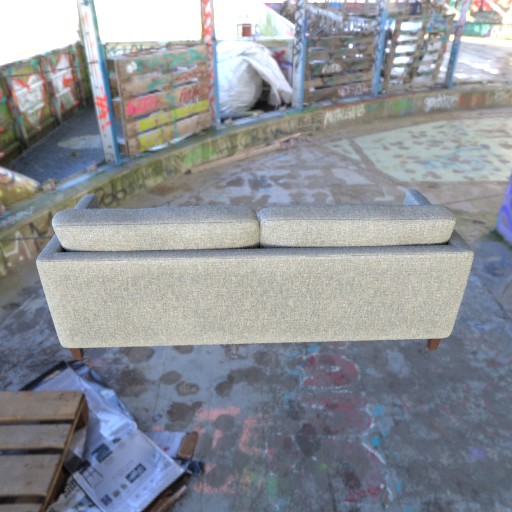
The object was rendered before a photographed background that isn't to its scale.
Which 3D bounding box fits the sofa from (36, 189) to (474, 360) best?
[{"bbox_3d":[0.000,0.000,2.943,2.434,0.951,0.948,-1,31,-2],"label":"sofa"}]
